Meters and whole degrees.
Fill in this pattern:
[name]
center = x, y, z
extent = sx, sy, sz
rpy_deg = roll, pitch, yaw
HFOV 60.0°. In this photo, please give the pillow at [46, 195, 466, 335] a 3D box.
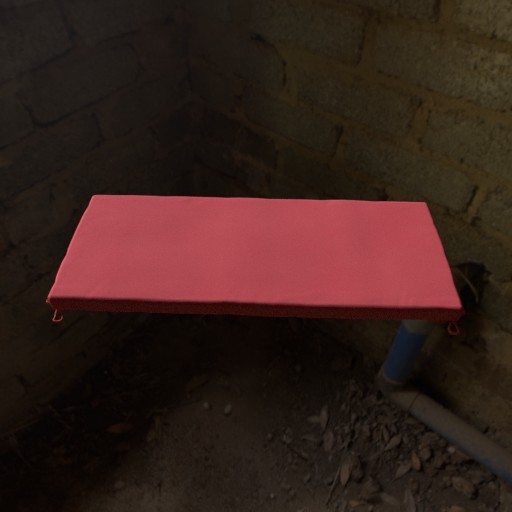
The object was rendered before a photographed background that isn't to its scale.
[pillow]
center = 0.000, 0.000, 1.363
extent = 1.187, 0.081, 0.492
rpy_deg = 1, 47, 1
